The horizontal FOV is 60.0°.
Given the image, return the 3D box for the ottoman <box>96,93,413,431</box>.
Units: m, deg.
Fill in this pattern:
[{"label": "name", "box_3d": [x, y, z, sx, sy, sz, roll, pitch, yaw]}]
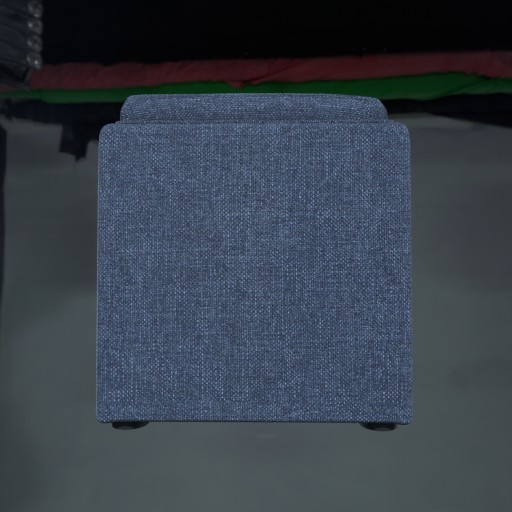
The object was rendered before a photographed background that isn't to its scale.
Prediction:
[{"label": "ottoman", "box_3d": [0.000, 0.000, 0.831, 0.436, 0.493, 0.454, 0, -2, 1]}]
